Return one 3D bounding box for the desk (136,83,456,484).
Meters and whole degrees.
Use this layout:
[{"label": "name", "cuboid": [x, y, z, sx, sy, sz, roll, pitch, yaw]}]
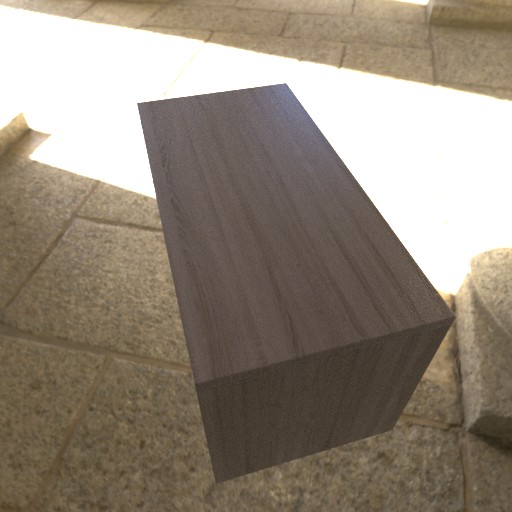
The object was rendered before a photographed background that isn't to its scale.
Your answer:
[{"label": "desk", "cuboid": [0.000, 0.000, 1.815, 0.690, 0.745, 1.380, -12, 48, -11]}]
